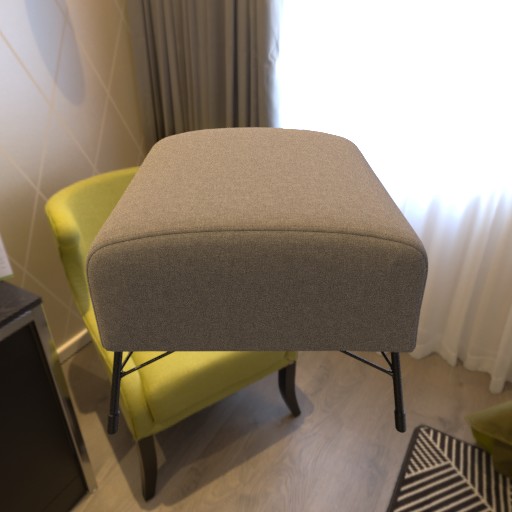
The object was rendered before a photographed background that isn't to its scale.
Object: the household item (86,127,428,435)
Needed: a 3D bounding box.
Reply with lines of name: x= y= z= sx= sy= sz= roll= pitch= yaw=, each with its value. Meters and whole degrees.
household item: x=0.000 y=0.000 z=0.900 sx=0.530 sy=0.410 sz=0.530 roll=0 pitch=31 yaw=0
